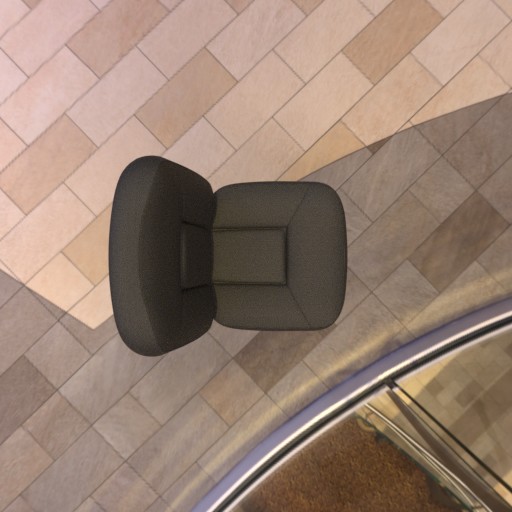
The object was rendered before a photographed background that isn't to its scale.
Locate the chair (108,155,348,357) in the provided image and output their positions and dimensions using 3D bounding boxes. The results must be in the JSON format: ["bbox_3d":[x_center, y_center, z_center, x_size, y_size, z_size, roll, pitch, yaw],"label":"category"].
[{"bbox_3d":[0.000,0.000,1.379,0.610,0.972,0.610,0,90,0],"label":"chair"}]
